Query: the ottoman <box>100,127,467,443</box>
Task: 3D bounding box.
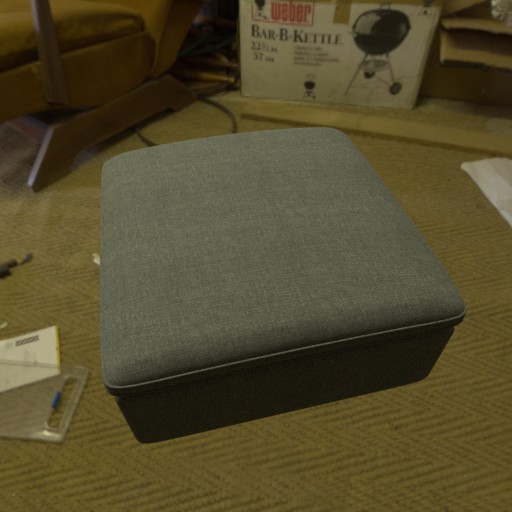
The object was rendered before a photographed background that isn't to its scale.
[{"bbox_3d":[0.000,0.000,1.673,1.067,0.559,1.067,-10,47,-9],"label":"ottoman"}]
